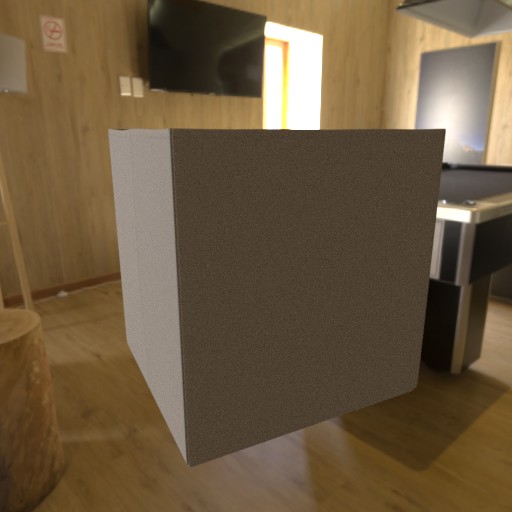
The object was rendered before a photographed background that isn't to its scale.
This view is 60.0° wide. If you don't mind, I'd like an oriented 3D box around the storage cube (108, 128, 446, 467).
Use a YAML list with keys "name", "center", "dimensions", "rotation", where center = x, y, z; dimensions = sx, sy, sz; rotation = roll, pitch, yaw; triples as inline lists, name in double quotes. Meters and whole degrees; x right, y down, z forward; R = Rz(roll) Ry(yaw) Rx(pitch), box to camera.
- name: "storage cube"
  center: [0.000, 0.000, 0.507]
  dimensions: [0.270, 0.280, 0.270]
  rotation: [-8, 18, -26]
